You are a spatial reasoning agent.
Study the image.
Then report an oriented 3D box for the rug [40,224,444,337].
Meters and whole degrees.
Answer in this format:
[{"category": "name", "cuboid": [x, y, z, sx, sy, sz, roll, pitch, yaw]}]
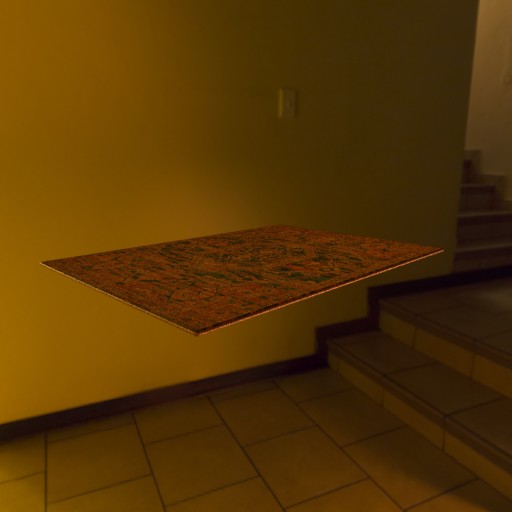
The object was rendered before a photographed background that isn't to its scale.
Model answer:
[{"category": "rug", "cuboid": [0.000, 0.000, 2.947, 2.204, 0.024, 1.588, -12, 18, -43]}]
